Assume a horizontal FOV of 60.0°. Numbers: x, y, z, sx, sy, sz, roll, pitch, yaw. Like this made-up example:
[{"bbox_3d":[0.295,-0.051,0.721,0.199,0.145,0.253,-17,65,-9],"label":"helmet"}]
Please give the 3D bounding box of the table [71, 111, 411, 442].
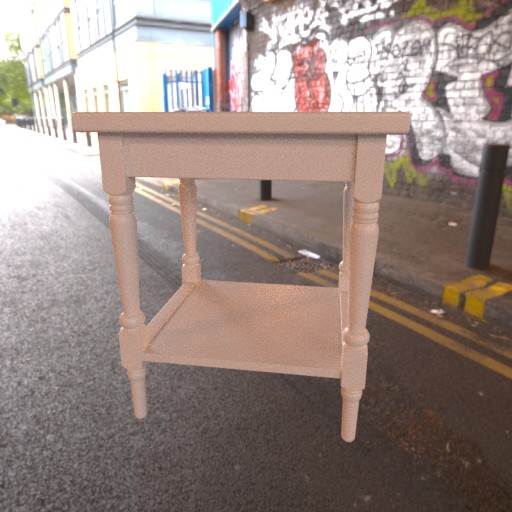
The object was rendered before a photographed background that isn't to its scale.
[{"bbox_3d":[0.000,0.000,0.916,0.488,0.565,0.442,3,18,9],"label":"table"}]
